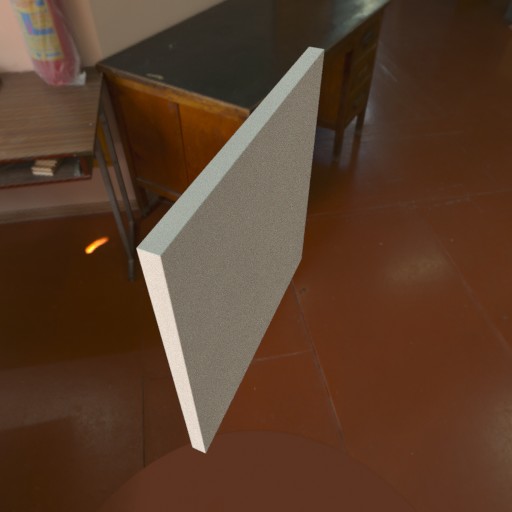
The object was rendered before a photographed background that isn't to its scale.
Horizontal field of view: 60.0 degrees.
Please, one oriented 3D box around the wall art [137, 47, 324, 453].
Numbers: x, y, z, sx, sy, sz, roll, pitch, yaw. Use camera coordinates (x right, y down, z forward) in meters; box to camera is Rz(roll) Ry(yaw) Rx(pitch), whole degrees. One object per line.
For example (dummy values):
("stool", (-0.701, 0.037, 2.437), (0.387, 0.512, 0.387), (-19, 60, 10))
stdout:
("wall art", (0.000, 0.000, 1.137), (0.040, 0.762, 0.762), (17, 49, 16))
